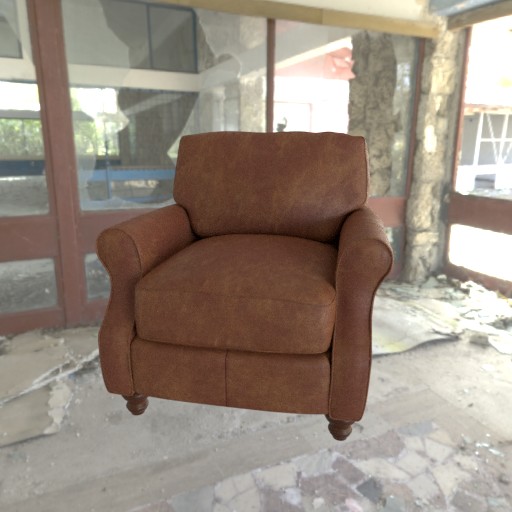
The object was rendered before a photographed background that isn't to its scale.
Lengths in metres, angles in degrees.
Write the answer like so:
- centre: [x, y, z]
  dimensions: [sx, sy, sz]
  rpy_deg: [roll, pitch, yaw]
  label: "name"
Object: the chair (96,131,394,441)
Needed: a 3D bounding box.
- centre: [0.000, 0.000, 1.736]
  dimensions: [0.983, 0.962, 0.986]
  rpy_deg: [3, 14, 11]
  label: "chair"
